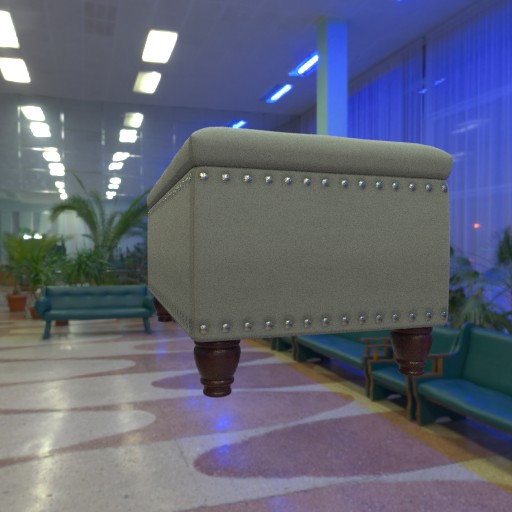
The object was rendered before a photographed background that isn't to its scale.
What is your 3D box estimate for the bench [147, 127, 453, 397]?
[{"bbox_3d":[0.000,0.000,1.178,0.500,0.449,0.887,0,1,-18],"label":"bench"}]
